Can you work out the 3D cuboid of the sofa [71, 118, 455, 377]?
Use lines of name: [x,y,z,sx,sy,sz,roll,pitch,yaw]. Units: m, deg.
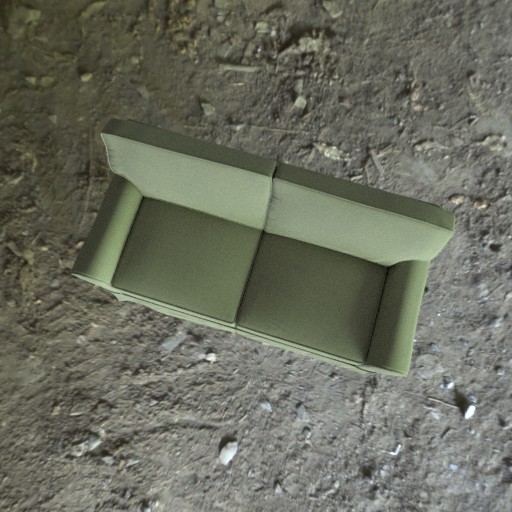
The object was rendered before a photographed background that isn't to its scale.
sofa: [0.000,0.000,2.401,1.823,1.024,0.841,17,77,4]
